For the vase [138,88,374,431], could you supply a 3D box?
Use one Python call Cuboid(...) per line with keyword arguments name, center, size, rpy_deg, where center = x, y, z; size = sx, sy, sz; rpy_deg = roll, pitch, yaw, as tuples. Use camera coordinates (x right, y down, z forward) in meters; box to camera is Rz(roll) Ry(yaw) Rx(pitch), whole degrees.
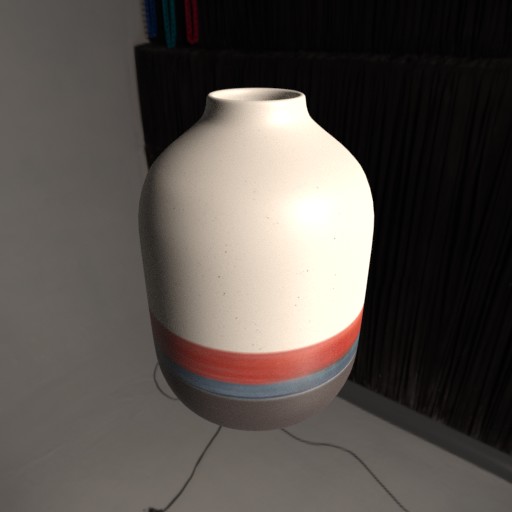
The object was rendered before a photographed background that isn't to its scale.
Cuboid(name="vase", center=(0.000, 0.000, 0.342), size=(0.169, 0.237, 0.169), rpy_deg=(0, 27, 0))
